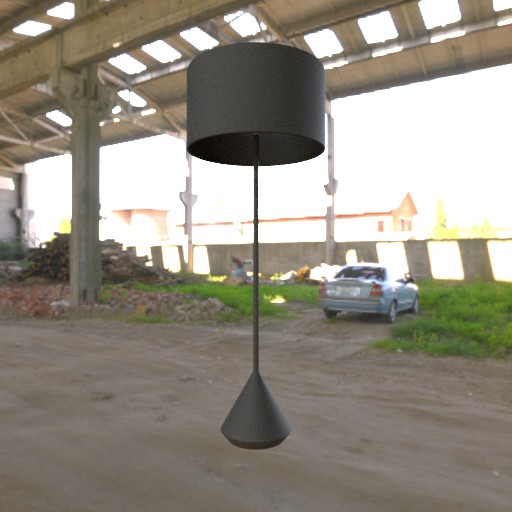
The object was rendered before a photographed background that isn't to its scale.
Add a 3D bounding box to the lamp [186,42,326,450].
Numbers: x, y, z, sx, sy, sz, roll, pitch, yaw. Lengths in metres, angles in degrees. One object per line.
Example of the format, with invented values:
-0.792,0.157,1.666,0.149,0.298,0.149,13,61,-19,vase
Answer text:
0.000,0.000,1.864,0.580,1.526,0.580,0,-1,0,lamp
